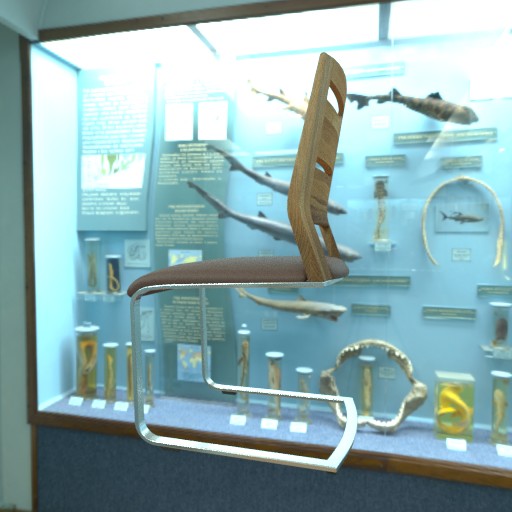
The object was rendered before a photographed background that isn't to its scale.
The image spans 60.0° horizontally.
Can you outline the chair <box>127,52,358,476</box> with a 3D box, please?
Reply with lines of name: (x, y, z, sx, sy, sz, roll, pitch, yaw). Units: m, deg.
chair: (0.000, 0.000, 1.264, 0.570, 0.970, 0.460, 1, 2, 17)
